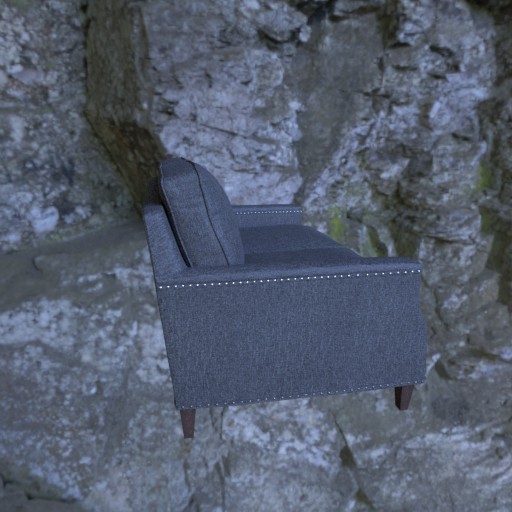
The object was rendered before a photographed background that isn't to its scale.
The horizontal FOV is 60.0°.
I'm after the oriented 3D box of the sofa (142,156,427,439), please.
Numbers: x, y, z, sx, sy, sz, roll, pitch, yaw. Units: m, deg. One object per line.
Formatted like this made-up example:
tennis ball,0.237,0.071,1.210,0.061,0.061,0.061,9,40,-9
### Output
sofa,0.000,0.000,2.321,1.084,1.003,1.597,-3,15,-11
